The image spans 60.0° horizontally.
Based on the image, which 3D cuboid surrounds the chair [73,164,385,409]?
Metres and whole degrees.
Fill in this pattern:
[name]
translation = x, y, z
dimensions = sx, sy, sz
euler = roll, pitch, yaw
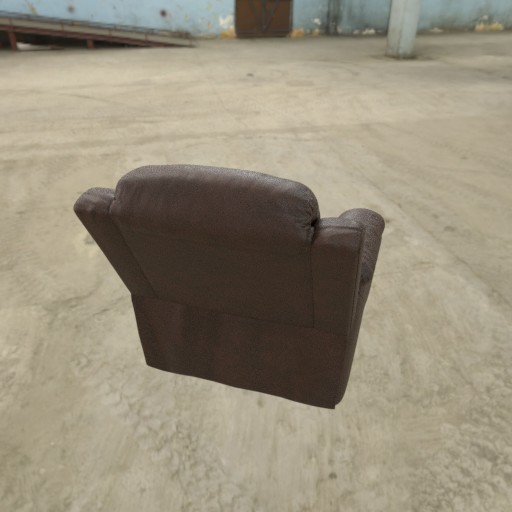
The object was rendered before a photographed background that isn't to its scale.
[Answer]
[chair]
translation = 0.000, 0.000, 1.258
dimensions = 0.680, 0.702, 0.707
euler = 9, 32, 14
